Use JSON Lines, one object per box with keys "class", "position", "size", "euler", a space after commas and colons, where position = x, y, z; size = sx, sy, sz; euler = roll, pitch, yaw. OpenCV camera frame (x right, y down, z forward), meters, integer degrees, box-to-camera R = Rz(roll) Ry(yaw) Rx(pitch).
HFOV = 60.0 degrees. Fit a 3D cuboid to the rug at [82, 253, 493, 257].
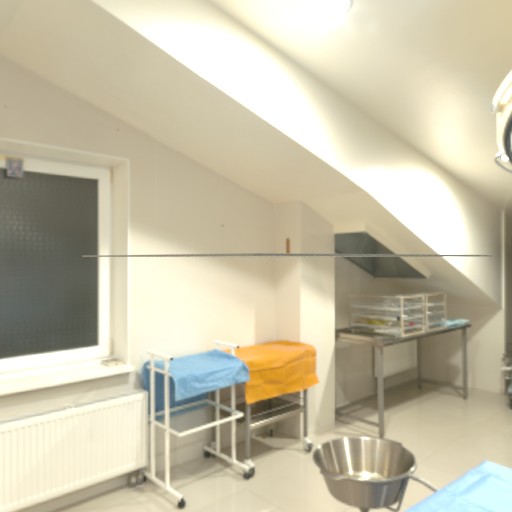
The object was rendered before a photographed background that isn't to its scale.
{"class": "rug", "position": [0.000, 0.000, 4.261], "size": [2.393, 0.013, 3.307], "euler": [0, 0, -36]}
